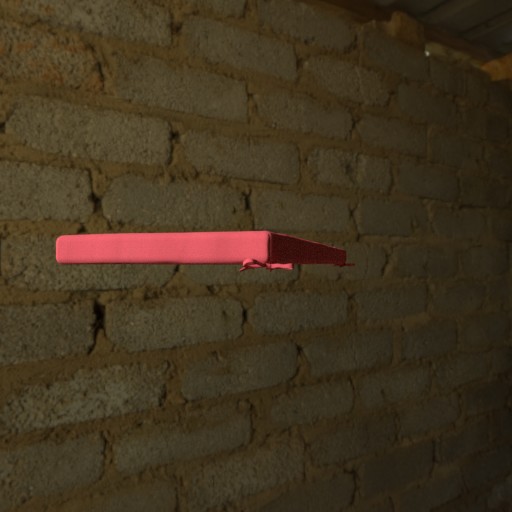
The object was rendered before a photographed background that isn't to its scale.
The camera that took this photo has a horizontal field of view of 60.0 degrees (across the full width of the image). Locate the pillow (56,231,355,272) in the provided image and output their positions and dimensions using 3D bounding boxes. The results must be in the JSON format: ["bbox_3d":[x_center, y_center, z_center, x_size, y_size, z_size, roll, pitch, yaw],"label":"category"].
[{"bbox_3d":[0.000,0.000,1.357,0.492,0.081,1.187,0,-1,18],"label":"pillow"}]
